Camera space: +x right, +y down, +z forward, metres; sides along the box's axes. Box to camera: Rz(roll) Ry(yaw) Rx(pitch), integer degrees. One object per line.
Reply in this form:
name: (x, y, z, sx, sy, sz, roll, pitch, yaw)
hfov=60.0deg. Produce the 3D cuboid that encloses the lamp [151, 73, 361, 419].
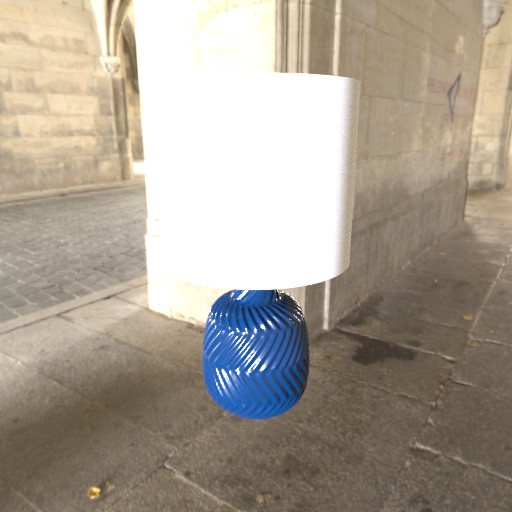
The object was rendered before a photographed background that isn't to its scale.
lamp: (0.000, 0.000, 0.491, 0.203, 0.368, 0.203, -3, 17, -10)
